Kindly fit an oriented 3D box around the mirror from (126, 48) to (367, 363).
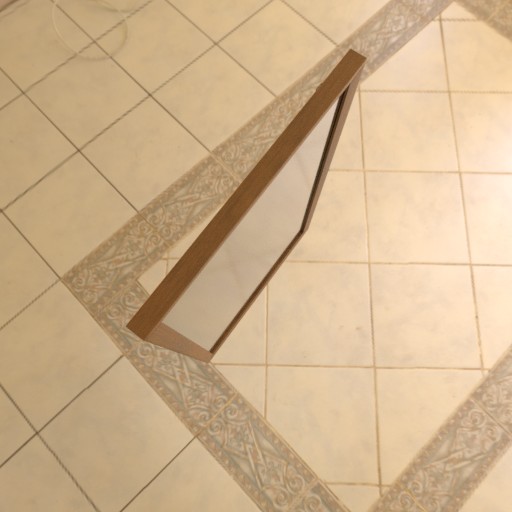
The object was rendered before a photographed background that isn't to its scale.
[{"bbox_3d":[0.000,0.000,1.158,0.040,0.915,0.609,35,77,9],"label":"mirror"}]
